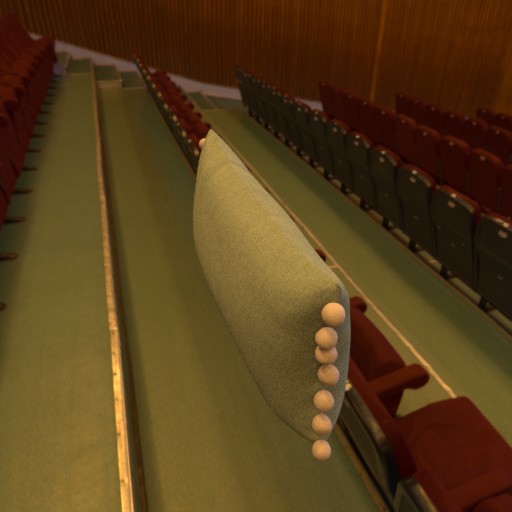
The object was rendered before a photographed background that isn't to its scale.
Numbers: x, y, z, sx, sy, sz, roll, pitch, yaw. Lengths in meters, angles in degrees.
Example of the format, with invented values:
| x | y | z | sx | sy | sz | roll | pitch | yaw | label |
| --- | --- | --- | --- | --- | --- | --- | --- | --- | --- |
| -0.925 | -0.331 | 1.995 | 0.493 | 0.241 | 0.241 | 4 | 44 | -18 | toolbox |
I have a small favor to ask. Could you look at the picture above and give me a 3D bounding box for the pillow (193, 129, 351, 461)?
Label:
| x | y | z | sx | sy | sz | roll | pitch | yaw | label |
| --- | --- | --- | --- | --- | --- | --- | --- | --- | --- |
| 0.000 | 0.000 | 0.864 | 0.201 | 0.322 | 0.709 | -10 | 33 | -16 | pillow |
